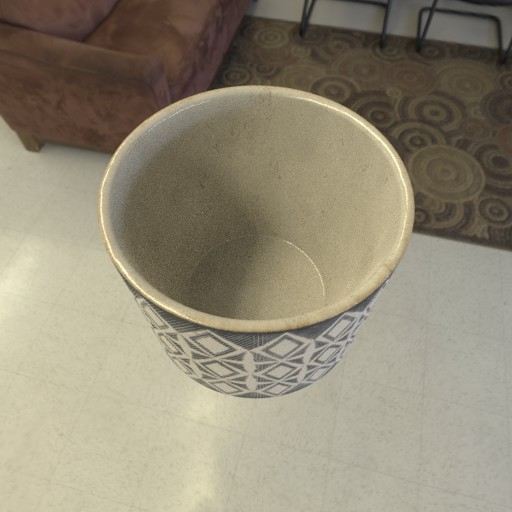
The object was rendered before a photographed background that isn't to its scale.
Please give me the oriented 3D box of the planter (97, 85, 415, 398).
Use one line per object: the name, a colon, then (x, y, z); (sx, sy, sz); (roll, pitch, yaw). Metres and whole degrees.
planter: (0.000, 0.000, 0.342); (0.192, 0.165, 0.192); (0, 58, 0)
